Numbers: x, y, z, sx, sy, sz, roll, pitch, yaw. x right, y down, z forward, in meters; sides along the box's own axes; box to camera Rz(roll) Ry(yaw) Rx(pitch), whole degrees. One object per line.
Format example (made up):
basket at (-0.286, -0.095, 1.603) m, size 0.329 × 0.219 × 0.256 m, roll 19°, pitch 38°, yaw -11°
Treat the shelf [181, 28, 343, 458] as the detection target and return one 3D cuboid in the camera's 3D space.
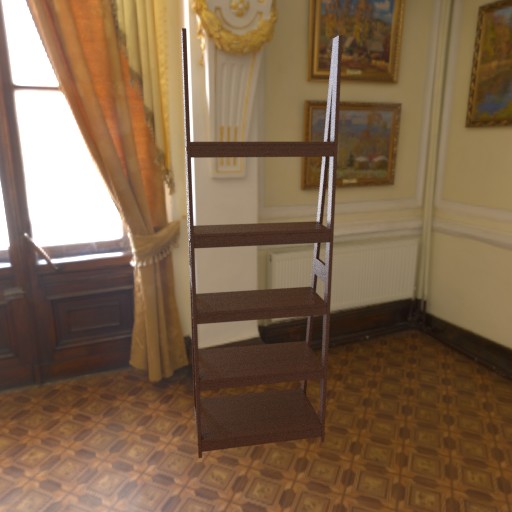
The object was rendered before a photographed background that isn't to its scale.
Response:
shelf at (0.000, 0.000, 1.997) m, size 0.600 × 1.770 × 0.350 m, roll -3°, pitch 15°, yaw -10°
